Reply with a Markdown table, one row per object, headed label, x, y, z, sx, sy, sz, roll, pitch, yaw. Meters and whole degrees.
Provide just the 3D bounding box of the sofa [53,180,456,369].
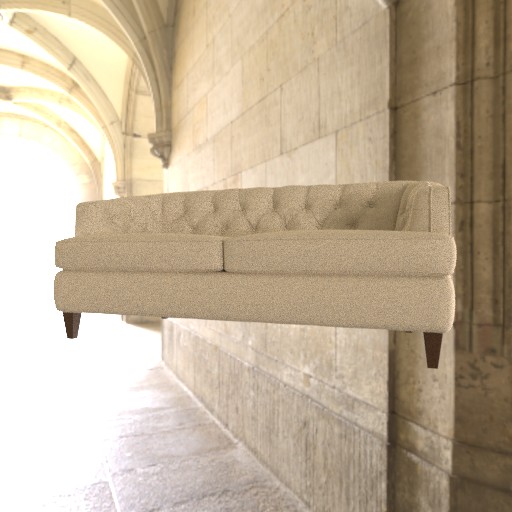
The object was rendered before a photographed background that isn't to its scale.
| label | x | y | z | sx | sy | sz | roll | pitch | yaw |
| --- | --- | --- | --- | --- | --- | --- | --- | --- | --- |
| sofa | 0.000 | 0.000 | 2.198 | 1.733 | 0.855 | 0.941 | 0 | 1 | 19 |
